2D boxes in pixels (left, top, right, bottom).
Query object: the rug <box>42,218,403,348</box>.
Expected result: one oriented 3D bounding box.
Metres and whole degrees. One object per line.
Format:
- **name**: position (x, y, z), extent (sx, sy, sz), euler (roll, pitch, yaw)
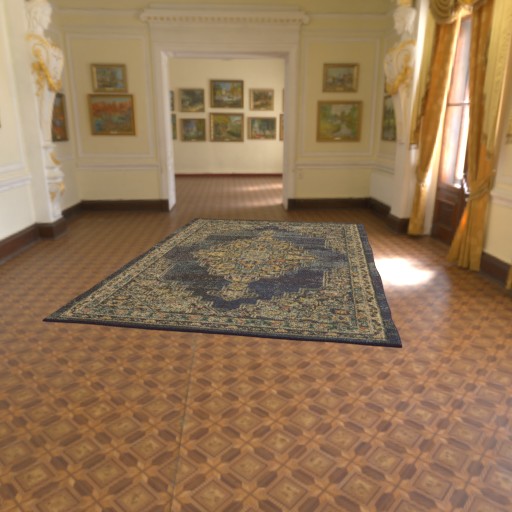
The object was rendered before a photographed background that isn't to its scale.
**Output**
- **rug**: position (0.000, 0.000, 2.250), extent (1.184, 0.012, 1.781), euler (3, 16, 9)
